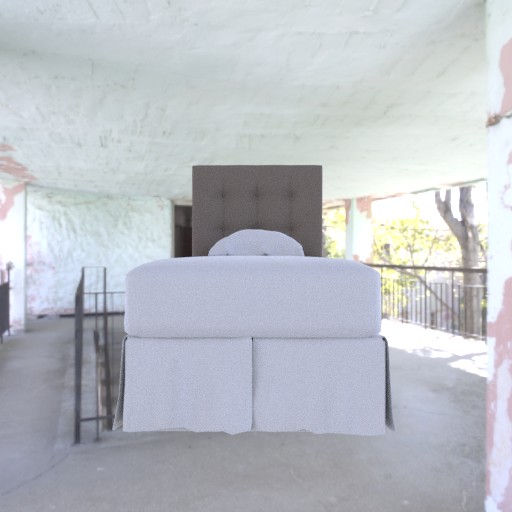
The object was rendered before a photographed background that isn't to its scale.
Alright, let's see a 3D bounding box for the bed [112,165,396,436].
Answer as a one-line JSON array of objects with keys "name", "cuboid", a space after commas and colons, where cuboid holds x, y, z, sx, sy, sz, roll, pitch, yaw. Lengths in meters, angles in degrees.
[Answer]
[{"name": "bed", "cuboid": [0.000, 0.000, 2.922, 1.261, 1.571, 1.997, 0, 0, 1]}]
